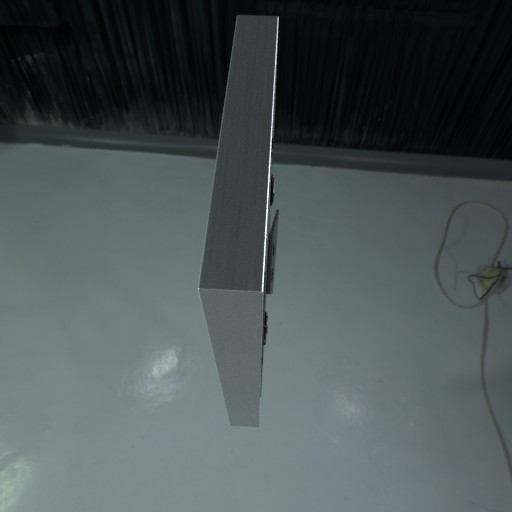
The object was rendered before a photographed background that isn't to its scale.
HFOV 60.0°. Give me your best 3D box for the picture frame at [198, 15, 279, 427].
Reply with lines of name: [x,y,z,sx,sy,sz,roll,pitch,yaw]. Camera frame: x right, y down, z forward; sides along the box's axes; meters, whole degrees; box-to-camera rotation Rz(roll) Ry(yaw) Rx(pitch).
picture frame: [0.000,0.000,0.270,0.028,0.208,0.157,3,58,2]
